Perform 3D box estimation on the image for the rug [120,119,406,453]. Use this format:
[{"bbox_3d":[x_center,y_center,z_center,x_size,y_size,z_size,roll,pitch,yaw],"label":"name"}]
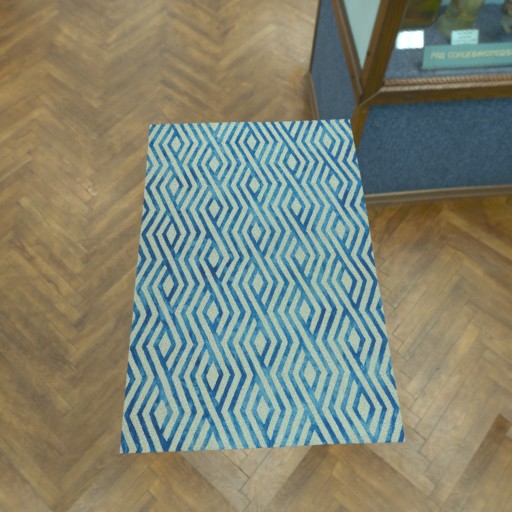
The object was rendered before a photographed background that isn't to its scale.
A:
[{"bbox_3d":[0.000,0.000,2.297,1.225,0.008,1.830,-2,63,-1],"label":"rug"}]
